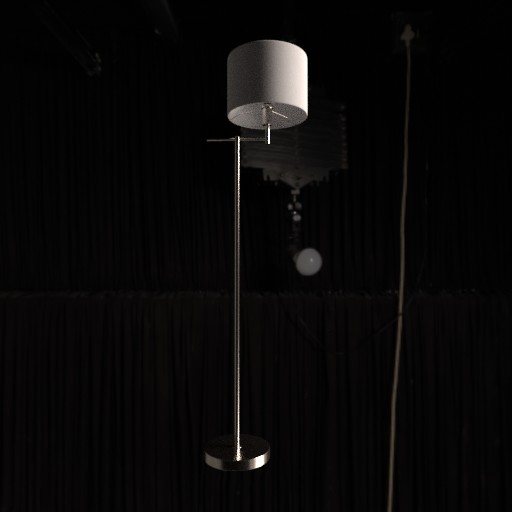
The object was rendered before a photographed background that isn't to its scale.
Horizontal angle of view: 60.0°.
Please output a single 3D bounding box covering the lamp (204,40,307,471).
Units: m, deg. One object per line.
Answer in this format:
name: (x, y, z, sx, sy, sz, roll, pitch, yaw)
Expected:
lamp: (0.000, 0.000, 1.790, 0.416, 1.600, 0.324, 0, -1, 0)
